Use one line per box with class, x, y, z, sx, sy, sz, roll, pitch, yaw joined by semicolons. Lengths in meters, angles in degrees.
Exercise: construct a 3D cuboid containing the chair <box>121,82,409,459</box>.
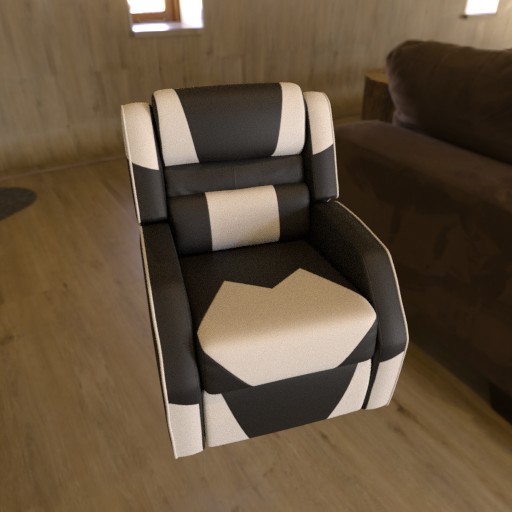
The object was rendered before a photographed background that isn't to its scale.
chair;0.000;0.000;1.246;0.620;0.805;0.672;-9;33;-14
